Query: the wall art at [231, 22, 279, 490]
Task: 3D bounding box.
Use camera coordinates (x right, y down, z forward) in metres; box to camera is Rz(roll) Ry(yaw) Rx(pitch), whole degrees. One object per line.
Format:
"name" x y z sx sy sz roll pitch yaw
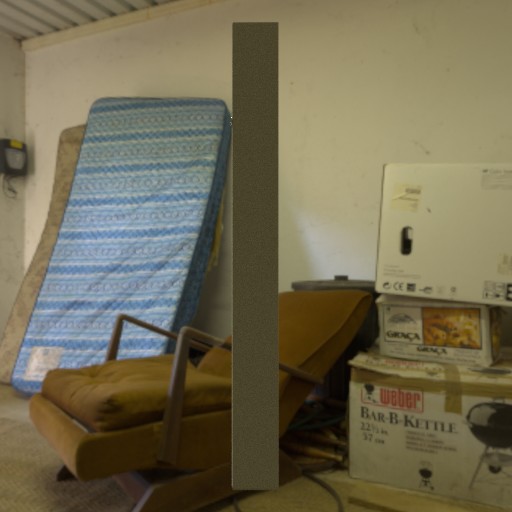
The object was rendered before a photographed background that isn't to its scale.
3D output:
"wall art" 0.000 0.000 0.487 0.039 0.381 0.252 0 0 1
